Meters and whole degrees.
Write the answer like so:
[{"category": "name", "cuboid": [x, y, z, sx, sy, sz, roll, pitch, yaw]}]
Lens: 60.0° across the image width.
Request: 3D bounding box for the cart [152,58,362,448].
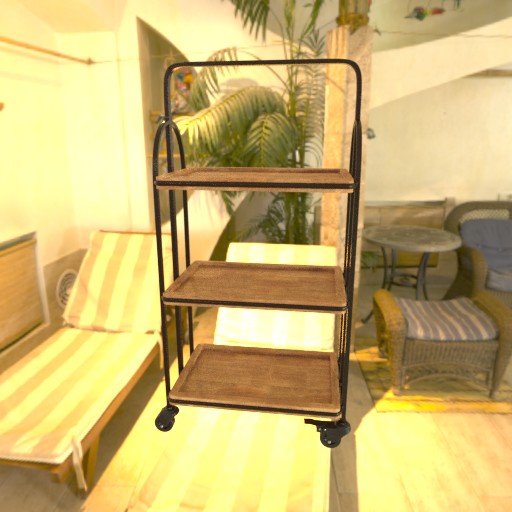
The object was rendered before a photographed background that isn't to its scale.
[{"category": "cart", "cuboid": [0.000, 0.000, 1.230, 0.553, 1.001, 0.327, 2, 16, 8]}]
